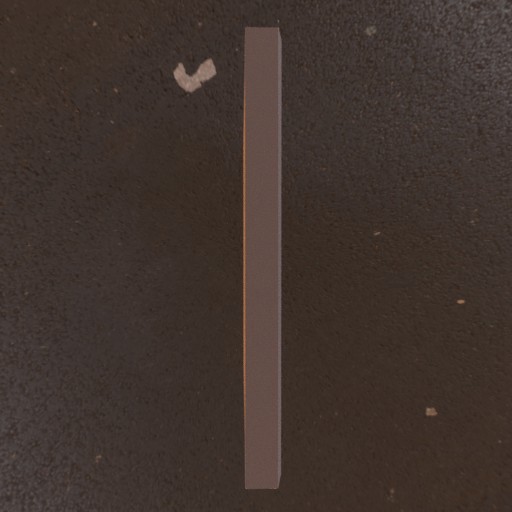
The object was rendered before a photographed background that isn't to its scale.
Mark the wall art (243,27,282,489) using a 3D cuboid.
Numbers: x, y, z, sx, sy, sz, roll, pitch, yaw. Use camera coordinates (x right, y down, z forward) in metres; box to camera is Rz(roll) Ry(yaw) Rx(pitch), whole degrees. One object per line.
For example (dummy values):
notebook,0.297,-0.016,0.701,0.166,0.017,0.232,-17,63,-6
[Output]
wall art,0.000,0.000,0.509,0.028,0.349,0.349,0,91,-2
